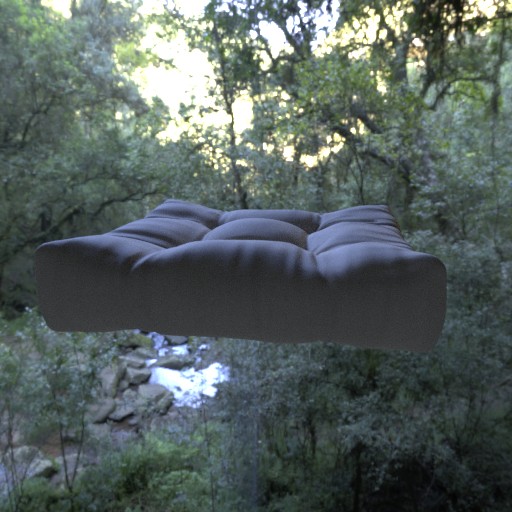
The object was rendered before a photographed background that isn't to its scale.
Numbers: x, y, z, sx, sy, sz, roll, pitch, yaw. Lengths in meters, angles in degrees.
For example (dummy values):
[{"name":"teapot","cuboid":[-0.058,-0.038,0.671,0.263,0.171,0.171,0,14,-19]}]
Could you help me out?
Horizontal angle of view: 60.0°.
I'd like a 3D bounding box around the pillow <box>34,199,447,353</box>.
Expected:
[{"name":"pillow","cuboid":[0.000,0.000,0.718,0.490,0.128,0.468,2,15,9]}]
